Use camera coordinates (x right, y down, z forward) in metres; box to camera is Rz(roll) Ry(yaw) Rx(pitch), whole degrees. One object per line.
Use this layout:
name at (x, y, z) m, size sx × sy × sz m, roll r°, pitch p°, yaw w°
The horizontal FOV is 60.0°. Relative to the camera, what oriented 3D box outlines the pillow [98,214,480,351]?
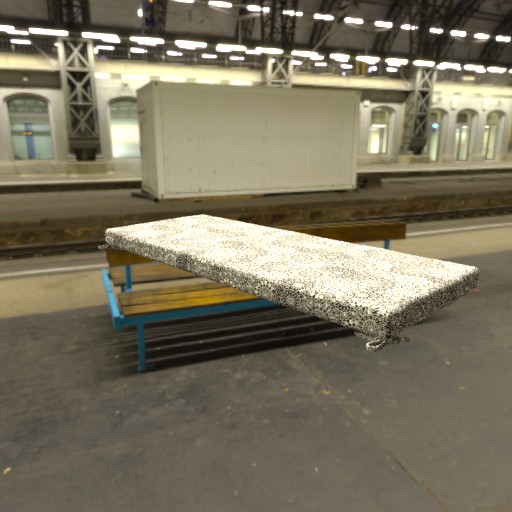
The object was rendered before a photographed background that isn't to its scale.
pillow at (0.000, 0.000, 1.362) m, size 0.492 × 0.081 × 1.187 m, roll -14°, pitch 21°, yaw -43°
